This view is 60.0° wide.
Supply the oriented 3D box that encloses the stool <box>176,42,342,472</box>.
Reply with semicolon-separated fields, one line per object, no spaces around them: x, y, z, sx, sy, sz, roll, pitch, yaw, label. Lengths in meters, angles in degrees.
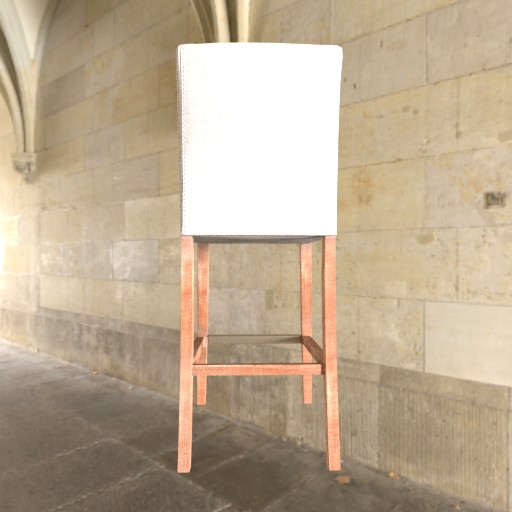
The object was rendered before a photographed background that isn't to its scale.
0.000;0.000;1.388;0.439;1.088;0.570;0;0;-2;stool
